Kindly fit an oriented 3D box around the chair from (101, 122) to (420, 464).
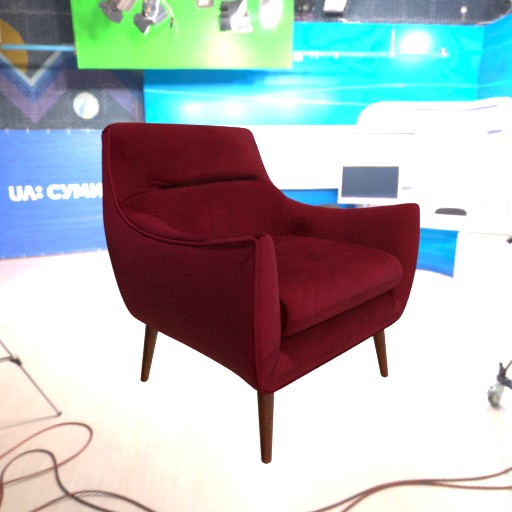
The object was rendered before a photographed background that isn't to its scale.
[{"bbox_3d":[0.000,0.000,1.431,0.787,0.838,0.762,13,19,43],"label":"chair"}]
